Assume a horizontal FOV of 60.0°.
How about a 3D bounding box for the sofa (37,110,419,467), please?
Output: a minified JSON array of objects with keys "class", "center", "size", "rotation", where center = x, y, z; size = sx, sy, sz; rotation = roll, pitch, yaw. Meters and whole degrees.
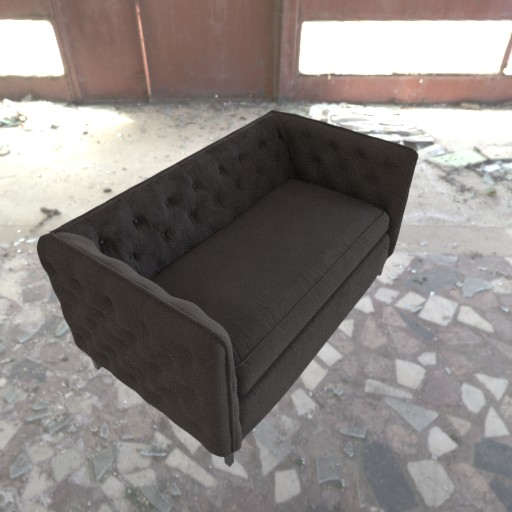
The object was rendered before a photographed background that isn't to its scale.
[{"class":"sofa","center":[0.000,0.000,2.132],"size":[0.909,0.810,1.583],"rotation":[26,46,27]}]
